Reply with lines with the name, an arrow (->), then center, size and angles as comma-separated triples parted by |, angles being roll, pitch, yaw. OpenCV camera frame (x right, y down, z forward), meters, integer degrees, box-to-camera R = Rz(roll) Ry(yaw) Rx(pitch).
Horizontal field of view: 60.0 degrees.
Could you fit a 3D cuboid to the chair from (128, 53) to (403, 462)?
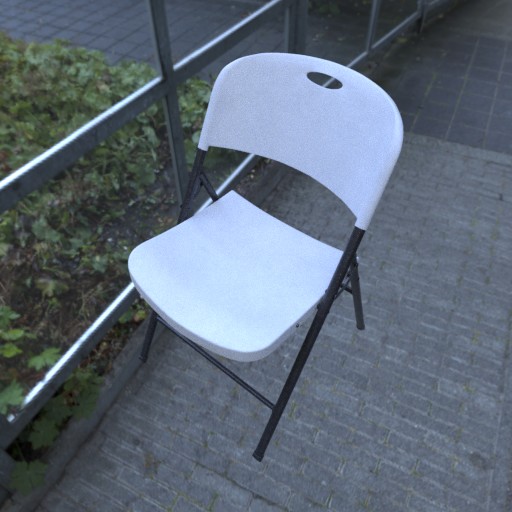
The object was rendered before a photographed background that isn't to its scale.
chair -> 0.000, 0.000, 1.133 | 0.494, 0.810, 0.566 | 31, 54, 26
